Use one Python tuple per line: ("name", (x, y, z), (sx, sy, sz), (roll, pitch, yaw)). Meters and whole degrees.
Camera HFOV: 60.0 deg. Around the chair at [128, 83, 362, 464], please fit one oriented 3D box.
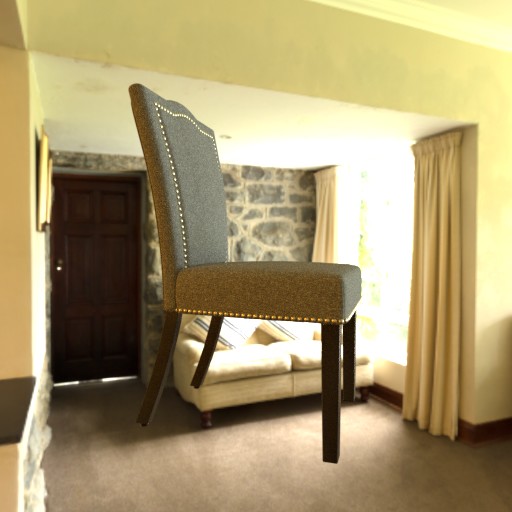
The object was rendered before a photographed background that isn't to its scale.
("chair", (0.000, 0.000, 1.315), (0.589, 0.946, 0.518), (0, 1, 17))
